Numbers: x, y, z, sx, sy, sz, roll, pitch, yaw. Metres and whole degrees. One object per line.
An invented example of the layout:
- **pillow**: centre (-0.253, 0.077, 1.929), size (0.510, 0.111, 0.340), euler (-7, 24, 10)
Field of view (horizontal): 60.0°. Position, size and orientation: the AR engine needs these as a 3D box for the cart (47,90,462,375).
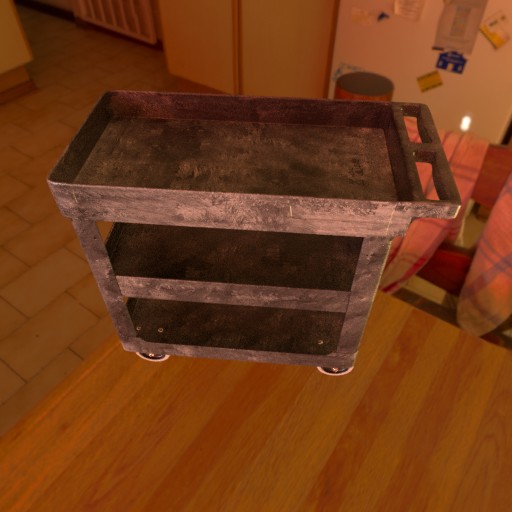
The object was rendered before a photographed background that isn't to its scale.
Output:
- **cart**: centre (0.000, 0.000, 1.356), size (0.877, 0.824, 0.420), euler (4, 47, 3)
